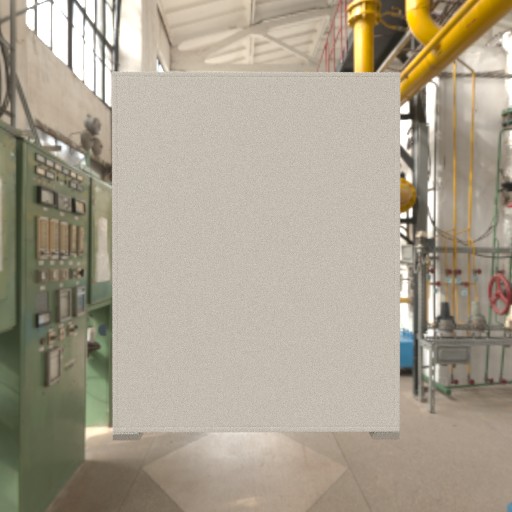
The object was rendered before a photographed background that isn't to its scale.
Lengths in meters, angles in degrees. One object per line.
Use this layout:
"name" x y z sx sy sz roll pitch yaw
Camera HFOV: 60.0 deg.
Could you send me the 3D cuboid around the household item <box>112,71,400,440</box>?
"household item" 0.000 0.000 1.426 0.790 1.010 0.420 0 0 0
